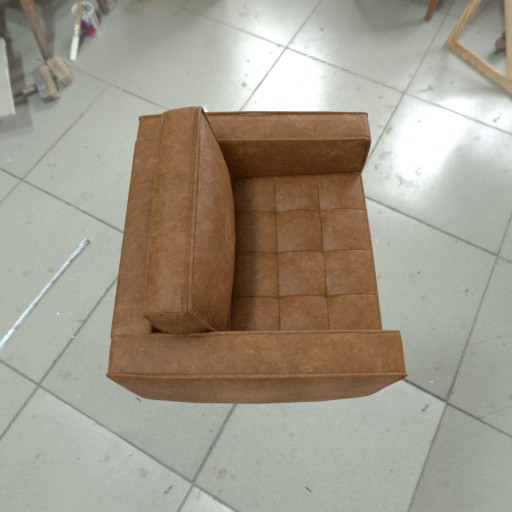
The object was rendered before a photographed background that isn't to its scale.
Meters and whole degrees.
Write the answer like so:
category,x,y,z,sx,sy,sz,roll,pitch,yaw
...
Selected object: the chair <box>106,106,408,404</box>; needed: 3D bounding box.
category,x,y,z,sx,sy,sz,roll,pitch,yaw
chair,0.000,0.000,1.503,0.798,0.767,0.928,-1,65,0
